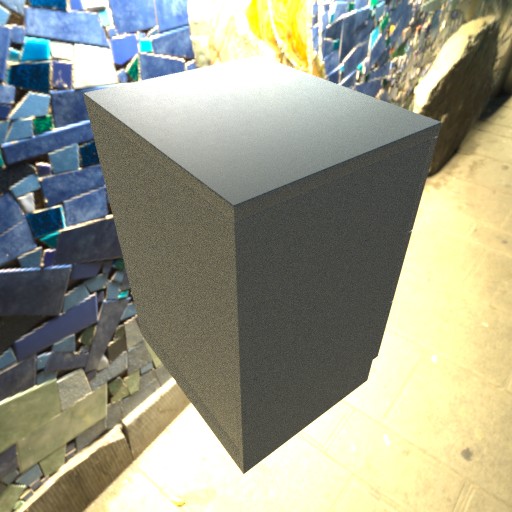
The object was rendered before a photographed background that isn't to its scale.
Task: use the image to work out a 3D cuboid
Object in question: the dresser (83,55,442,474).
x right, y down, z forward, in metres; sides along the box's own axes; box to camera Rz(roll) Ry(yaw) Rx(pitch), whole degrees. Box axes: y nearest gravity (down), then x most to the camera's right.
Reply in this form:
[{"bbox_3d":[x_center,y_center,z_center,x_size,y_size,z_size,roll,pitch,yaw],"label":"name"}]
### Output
[{"bbox_3d":[0.000,0.000,0.814,0.360,0.560,0.400,-26,46,-28],"label":"dresser"}]
